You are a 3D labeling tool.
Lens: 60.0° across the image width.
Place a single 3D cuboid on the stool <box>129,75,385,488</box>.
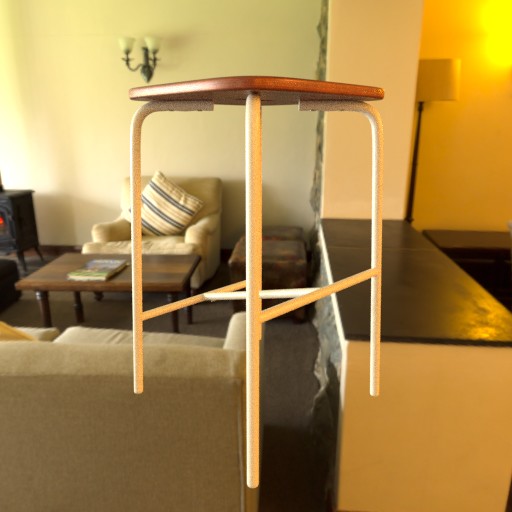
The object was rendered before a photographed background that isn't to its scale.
[{"bbox_3d":[0.000,0.000,0.865,0.376,0.610,0.376,-15,22,-42],"label":"stool"}]
